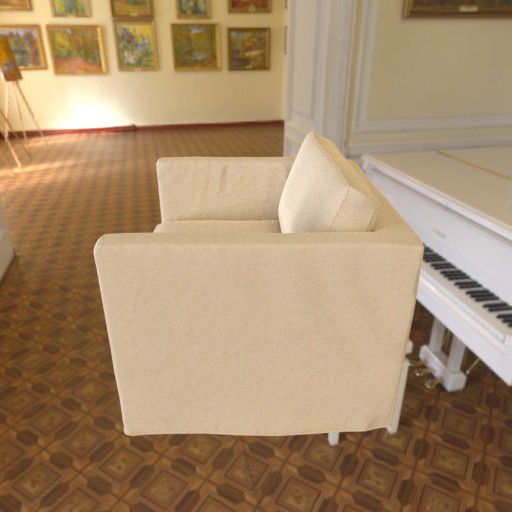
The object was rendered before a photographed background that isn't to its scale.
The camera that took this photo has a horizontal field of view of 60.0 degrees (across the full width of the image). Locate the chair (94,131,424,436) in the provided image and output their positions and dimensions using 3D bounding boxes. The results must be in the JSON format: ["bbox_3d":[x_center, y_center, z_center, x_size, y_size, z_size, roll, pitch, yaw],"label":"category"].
[{"bbox_3d":[0.000,0.000,1.788,0.947,0.851,1.057,0,26,-1],"label":"chair"}]
